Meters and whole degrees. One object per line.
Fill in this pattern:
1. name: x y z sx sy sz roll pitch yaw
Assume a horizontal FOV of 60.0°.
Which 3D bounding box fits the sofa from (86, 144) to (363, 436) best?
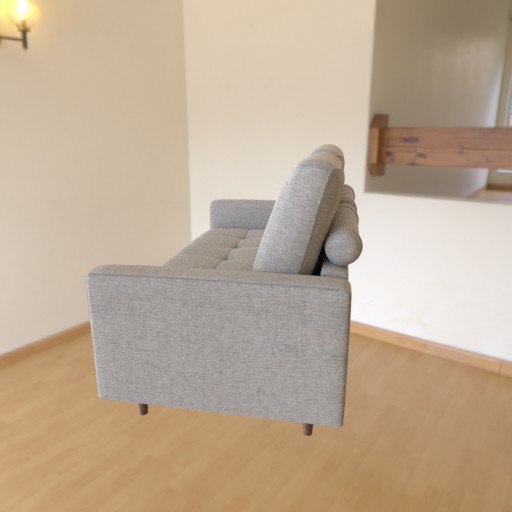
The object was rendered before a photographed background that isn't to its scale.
1. sofa: 0.000 0.000 1.930 0.842 0.907 1.407 3 17 10
